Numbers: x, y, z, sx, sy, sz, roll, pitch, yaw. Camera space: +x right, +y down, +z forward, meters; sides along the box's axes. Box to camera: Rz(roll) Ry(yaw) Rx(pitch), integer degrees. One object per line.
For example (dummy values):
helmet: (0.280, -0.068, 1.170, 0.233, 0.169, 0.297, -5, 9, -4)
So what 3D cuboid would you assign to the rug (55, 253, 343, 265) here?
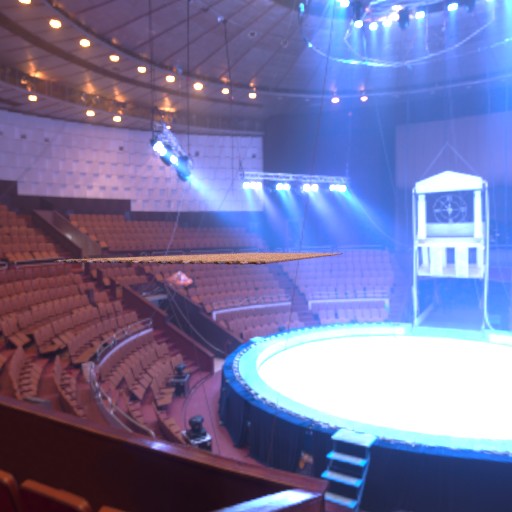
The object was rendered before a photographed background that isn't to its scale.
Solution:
rug: (0.000, 0.000, 2.640, 0.769, 0.013, 2.440, 0, 1, 17)
